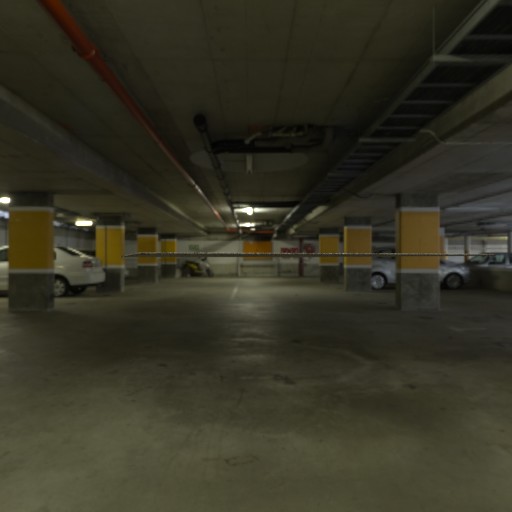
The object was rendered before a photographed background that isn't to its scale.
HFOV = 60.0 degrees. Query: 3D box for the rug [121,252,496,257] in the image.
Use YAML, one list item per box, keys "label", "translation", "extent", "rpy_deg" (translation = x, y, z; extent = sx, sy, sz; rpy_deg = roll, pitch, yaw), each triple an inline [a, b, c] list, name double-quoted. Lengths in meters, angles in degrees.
- label: "rug"
  translation: [0.000, 0.000, 2.849]
  extent: [1.593, 0.008, 2.238]
  rpy_deg: [0, 0, -19]
